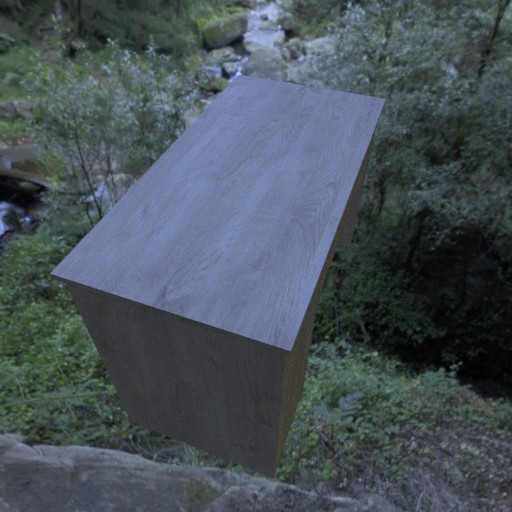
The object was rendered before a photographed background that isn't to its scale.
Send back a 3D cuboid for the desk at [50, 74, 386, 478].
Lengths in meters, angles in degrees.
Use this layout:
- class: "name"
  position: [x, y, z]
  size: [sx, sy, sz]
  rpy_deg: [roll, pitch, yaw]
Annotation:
- class: "desk"
  position: [0.000, 0.000, 1.532]
  size: [0.560, 0.735, 1.097]
  rpy_deg: [15, 48, 14]
